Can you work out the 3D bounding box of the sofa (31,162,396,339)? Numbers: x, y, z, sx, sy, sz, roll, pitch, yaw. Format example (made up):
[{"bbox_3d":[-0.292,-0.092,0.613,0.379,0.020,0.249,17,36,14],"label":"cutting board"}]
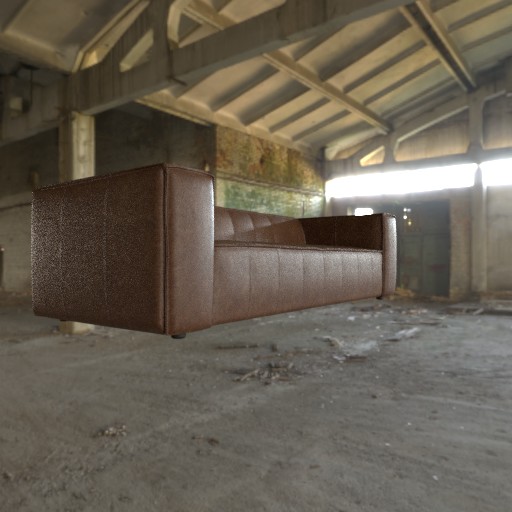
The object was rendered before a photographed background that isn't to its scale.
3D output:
[{"bbox_3d":[0.000,0.000,2.997,1.102,0.701,2.581,0,-1,37],"label":"sofa"}]
